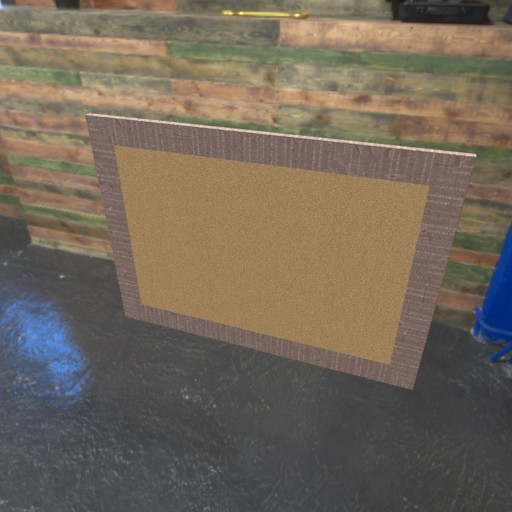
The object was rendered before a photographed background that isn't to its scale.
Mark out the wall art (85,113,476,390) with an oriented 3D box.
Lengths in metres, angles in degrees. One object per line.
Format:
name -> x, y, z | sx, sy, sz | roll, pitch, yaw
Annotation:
wall art -> 0.000, 0.000, 1.352 | 1.056, 0.761, 0.020 | 11, 34, 17
